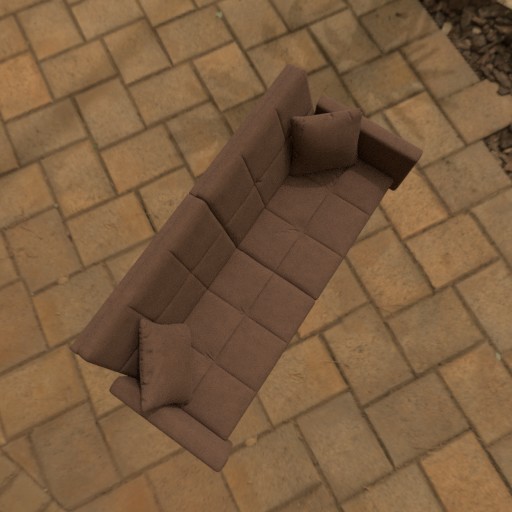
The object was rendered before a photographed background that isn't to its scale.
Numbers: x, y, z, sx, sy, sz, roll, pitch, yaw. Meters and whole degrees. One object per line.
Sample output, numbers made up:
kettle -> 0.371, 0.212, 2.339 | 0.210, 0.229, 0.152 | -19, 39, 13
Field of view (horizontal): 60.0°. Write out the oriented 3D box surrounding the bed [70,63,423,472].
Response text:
bed -> 0.000, 0.000, 2.362 | 0.889, 0.787, 1.905 | 33, 77, 8
